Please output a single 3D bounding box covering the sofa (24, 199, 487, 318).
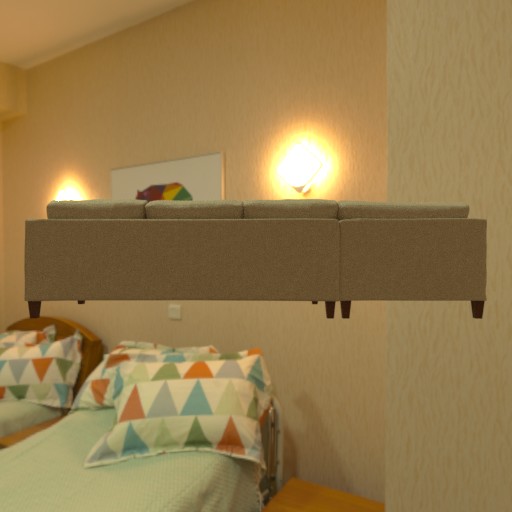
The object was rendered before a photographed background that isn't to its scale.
[{"bbox_3d":[0.000,0.000,3.835,3.186,0.846,1.625,0,1,0],"label":"sofa"}]
